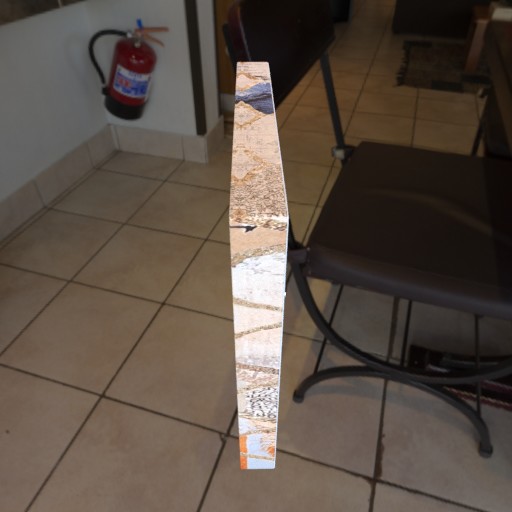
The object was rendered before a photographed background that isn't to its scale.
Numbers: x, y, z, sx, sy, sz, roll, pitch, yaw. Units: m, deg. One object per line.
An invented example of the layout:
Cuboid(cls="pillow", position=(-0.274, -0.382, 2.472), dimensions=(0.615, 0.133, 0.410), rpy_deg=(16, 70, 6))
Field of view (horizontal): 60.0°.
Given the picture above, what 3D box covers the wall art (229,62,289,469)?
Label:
Cuboid(cls="wall art", position=(0.000, 0.000, 0.464), dimensions=(0.036, 0.304, 0.303), rpy_deg=(-1, 39, -1))
